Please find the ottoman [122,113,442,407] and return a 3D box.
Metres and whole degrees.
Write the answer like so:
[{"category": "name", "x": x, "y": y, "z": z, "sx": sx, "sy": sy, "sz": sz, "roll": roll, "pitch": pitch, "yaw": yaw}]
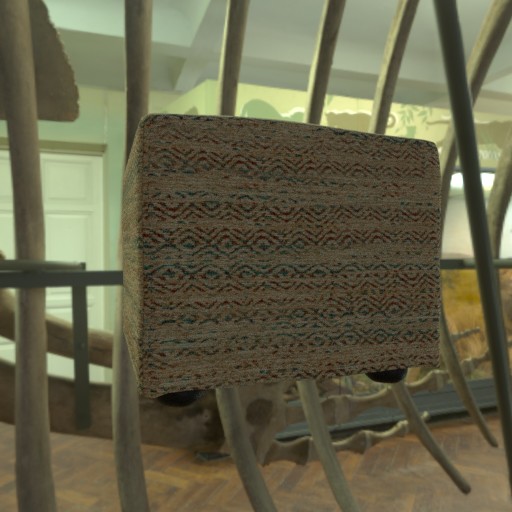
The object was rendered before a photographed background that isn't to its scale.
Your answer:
[{"category": "ottoman", "x": 0.000, "y": 0.000, "z": 0.915, "sx": 0.512, "sy": 0.453, "sz": 0.521, "roll": 0, "pitch": 1, "yaw": -19}]
